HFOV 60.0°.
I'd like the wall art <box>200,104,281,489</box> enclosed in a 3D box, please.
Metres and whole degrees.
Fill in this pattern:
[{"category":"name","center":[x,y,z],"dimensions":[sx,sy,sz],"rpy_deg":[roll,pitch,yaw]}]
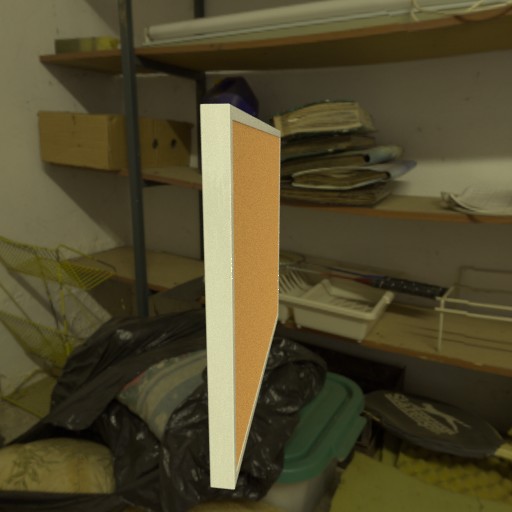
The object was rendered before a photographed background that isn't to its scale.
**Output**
[{"category":"wall art","center":[0.000,0.000,1.368],"dimensions":[0.053,0.787,1.041],"rpy_deg":[2,13,8]}]
